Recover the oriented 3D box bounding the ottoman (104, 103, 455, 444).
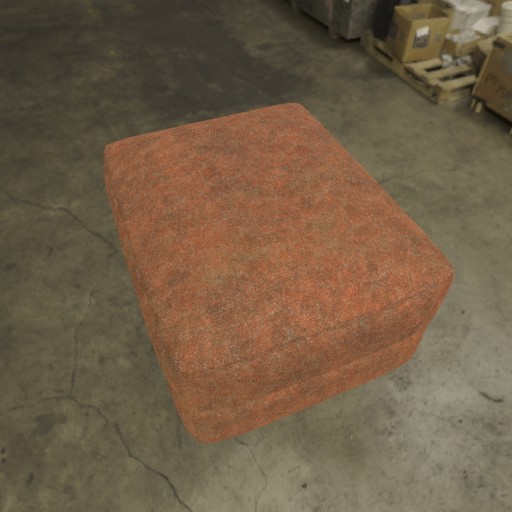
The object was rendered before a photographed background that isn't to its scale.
[{"bbox_3d":[0.000,0.000,1.169,0.635,0.508,0.787,-17,50,-15],"label":"ottoman"}]
